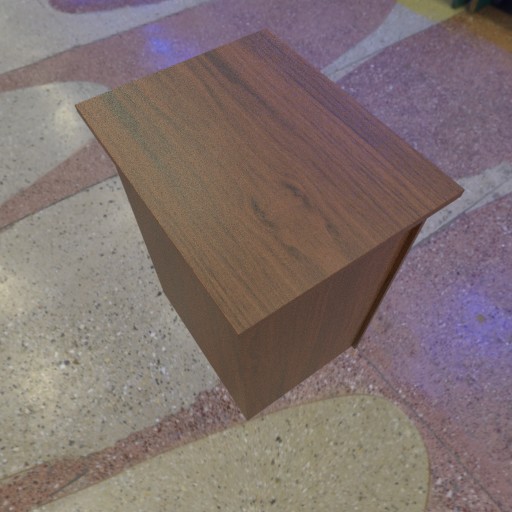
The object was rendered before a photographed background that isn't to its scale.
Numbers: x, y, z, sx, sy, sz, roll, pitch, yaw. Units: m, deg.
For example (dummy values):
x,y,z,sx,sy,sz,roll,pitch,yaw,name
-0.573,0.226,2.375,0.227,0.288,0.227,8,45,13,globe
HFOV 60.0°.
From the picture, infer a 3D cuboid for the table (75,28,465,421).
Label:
x,y,z,sx,sy,sz,roll,pitch,yaw,name
0.000,0.000,0.937,0.381,0.636,0.480,-30,63,-18,table
